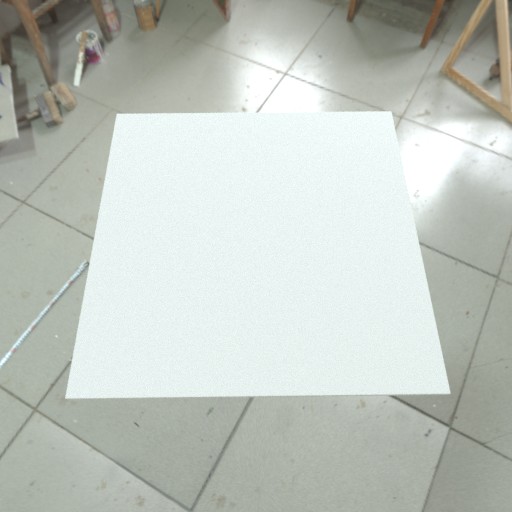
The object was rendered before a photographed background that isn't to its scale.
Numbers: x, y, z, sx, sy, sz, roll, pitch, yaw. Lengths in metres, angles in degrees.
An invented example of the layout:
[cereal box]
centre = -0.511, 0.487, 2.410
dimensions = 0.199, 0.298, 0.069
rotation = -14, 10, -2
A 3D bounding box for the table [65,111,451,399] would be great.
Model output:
[table]
centre = 0.000, 0.000, 1.364
dimensions = 0.890, 0.305, 0.890
rotation = -1, 62, 0
